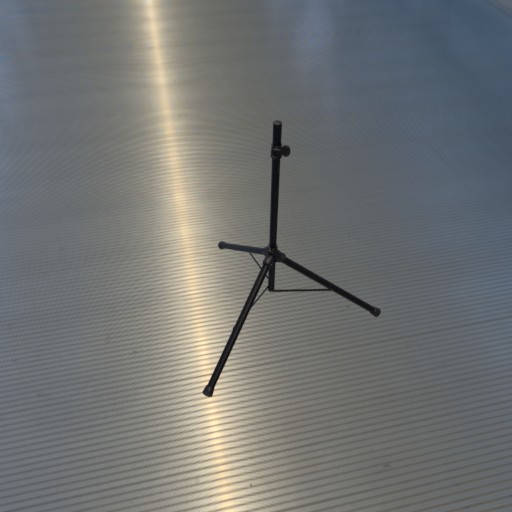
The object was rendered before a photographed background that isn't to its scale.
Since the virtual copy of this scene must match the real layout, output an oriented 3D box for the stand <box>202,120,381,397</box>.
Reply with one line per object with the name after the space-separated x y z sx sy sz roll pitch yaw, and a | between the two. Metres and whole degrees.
0.000 0.000 1.936 1.045 1.136 0.907 25 51 21 | stand
